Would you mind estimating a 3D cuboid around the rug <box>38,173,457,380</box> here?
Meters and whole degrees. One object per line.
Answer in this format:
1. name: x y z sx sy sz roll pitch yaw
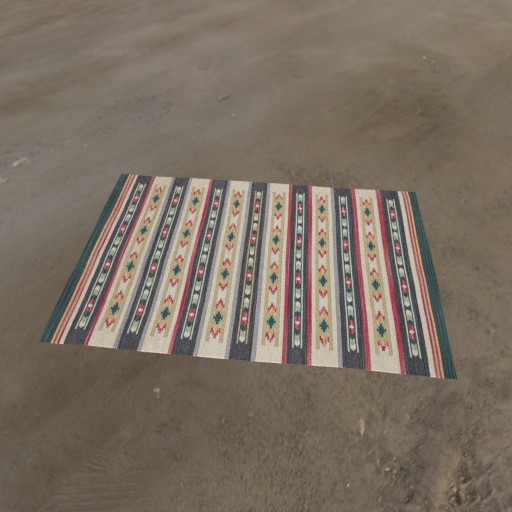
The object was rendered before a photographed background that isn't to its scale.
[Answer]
1. rug: 0.000 0.000 2.313 1.825 0.009 1.221 4 48 4
